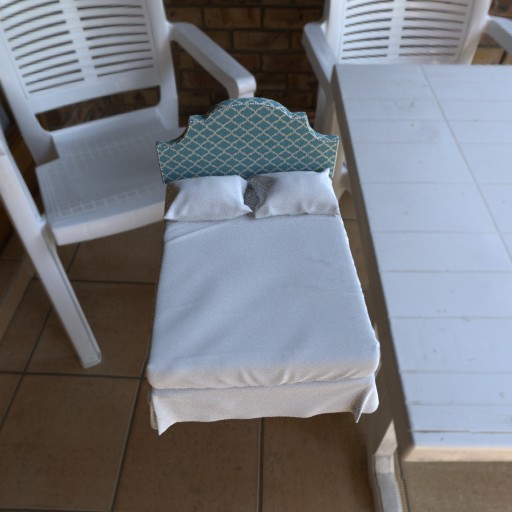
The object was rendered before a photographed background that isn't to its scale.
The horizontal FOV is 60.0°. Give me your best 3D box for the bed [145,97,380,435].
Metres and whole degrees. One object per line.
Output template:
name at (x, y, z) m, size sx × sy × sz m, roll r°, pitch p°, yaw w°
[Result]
bed at (0.000, 0.000, 3.489) m, size 1.780 × 1.633 × 2.222 m, roll -3°, pitch 48°, yaw -2°
